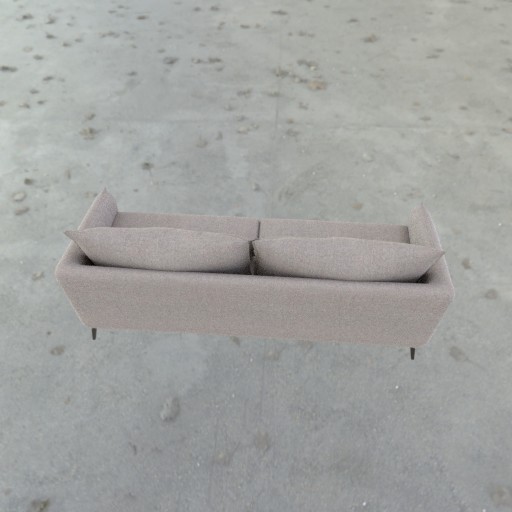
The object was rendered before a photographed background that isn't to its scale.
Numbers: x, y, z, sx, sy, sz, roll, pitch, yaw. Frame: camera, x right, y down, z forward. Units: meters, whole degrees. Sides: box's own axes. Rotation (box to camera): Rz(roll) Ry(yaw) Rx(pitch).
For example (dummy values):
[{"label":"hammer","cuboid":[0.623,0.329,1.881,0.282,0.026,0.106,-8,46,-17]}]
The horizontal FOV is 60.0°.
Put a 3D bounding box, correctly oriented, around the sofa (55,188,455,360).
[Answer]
[{"label":"sofa","cuboid":[0.000,0.000,2.476,2.022,0.833,0.809,3,46,3]}]
